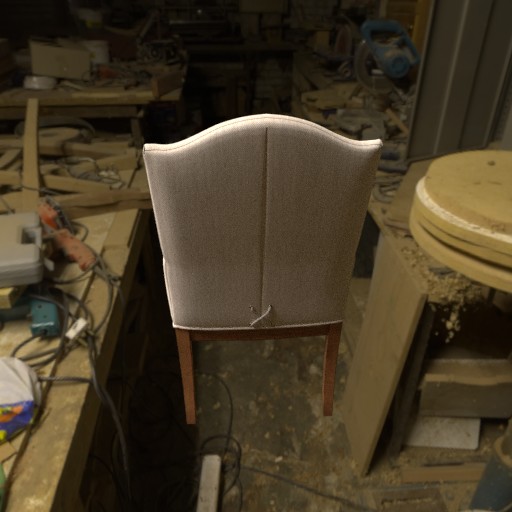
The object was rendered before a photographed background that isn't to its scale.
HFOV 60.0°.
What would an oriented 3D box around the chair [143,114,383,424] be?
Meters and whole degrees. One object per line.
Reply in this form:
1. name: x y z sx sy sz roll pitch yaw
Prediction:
1. chair: 0.000 0.000 1.386 0.533 1.016 0.641 -2 32 -3
